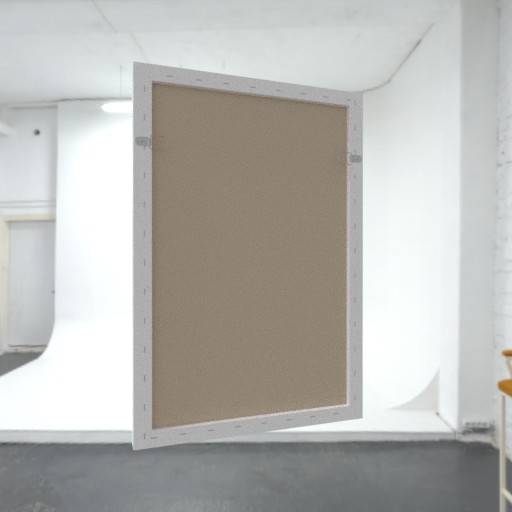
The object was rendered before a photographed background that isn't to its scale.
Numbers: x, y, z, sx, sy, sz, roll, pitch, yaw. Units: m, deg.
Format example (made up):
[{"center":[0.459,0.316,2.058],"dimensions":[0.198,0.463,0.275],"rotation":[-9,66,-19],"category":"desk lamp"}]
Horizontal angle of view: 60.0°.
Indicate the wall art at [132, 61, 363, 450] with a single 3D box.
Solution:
[{"center":[0.000,0.000,1.161],"dimensions":[0.624,0.914,0.043],"rotation":[0,0,-19],"category":"wall art"}]
